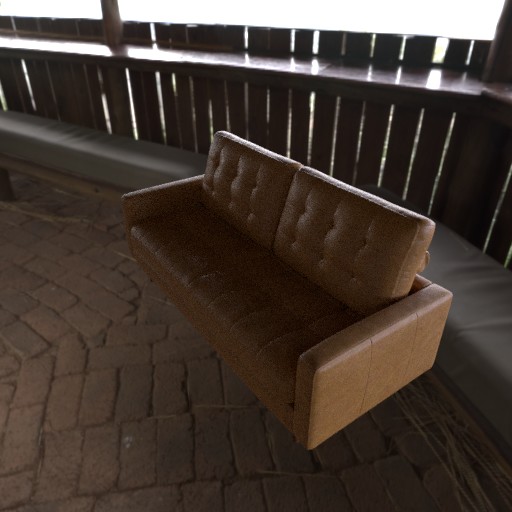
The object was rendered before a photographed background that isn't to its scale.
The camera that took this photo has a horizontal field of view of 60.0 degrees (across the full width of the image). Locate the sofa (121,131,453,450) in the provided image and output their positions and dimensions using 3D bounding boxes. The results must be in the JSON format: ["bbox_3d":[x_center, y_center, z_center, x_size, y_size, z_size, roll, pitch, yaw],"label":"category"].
[{"bbox_3d":[0.000,0.000,2.353,0.850,0.898,1.821,-20,37,-30],"label":"sofa"}]
